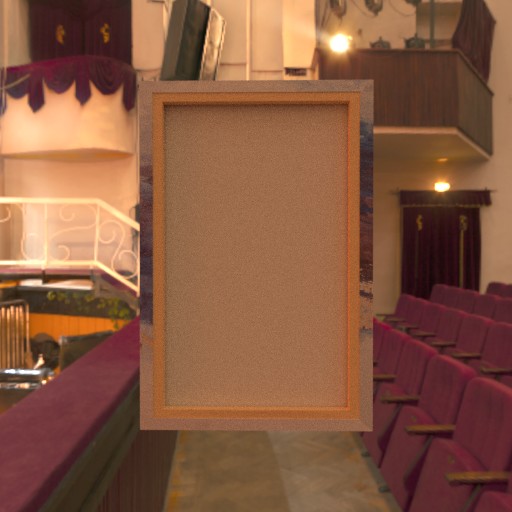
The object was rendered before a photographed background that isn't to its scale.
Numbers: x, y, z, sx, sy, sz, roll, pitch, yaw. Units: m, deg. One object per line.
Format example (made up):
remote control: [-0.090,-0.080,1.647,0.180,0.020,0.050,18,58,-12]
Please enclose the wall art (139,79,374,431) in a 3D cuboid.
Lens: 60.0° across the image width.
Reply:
wall art: [0.000,0.000,1.130,0.583,0.874,0.048,0,1,1]
